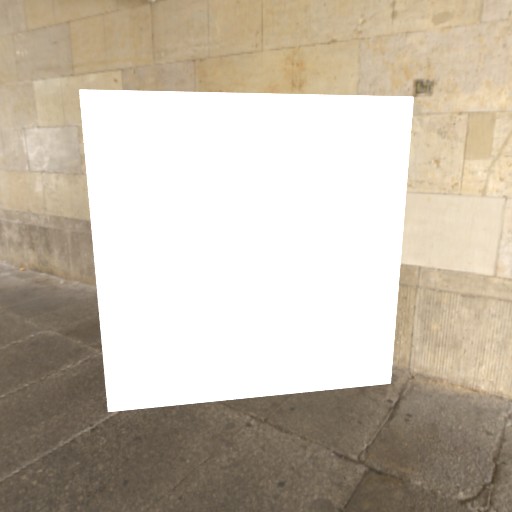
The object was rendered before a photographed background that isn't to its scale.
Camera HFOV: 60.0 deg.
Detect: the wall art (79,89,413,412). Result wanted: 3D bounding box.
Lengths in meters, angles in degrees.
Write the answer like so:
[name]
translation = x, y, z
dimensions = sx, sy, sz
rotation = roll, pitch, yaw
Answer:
[wall art]
translation = 0.000, 0.000, 1.106
dimensions = 0.762, 0.762, 0.040
rotation = -3, 14, -10
